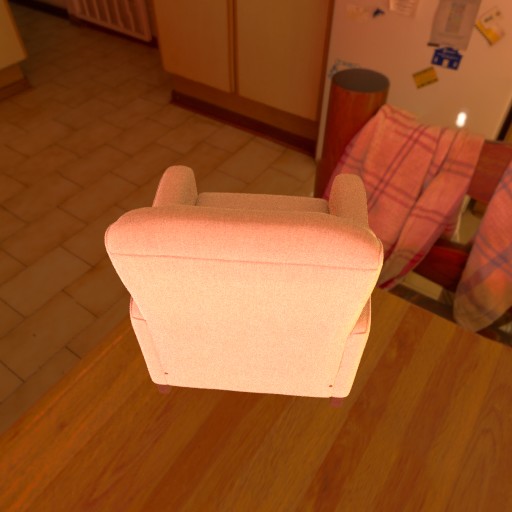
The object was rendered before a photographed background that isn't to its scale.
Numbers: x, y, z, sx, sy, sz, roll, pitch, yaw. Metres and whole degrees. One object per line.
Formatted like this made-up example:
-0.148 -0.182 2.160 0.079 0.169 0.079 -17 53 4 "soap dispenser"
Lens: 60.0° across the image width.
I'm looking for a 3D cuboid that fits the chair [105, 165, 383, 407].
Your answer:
0.000 0.000 1.682 0.845 1.023 0.859 3 47 3 "chair"
